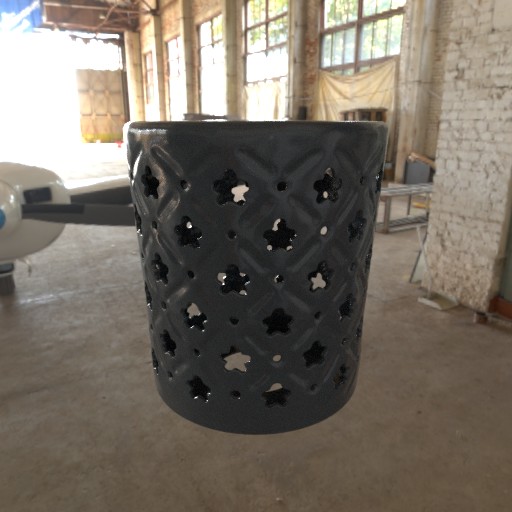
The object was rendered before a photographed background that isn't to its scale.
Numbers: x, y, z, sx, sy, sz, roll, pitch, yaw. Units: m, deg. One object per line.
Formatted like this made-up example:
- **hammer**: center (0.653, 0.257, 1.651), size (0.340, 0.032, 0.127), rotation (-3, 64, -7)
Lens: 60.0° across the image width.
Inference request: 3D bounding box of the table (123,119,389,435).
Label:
- **table**: center (0.000, 0.000, 0.657), size (0.352, 0.387, 0.352), rotation (0, 17, 0)
